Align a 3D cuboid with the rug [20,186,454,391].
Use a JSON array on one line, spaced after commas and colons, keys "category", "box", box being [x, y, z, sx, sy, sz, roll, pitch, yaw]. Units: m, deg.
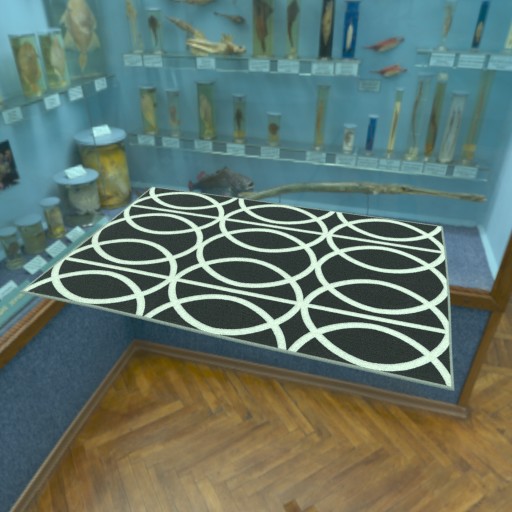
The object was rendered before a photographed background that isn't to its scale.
[{"category": "rug", "box": [0.000, 0.000, 2.791, 2.290, 0.014, 1.526, 10, 34, 15]}]
